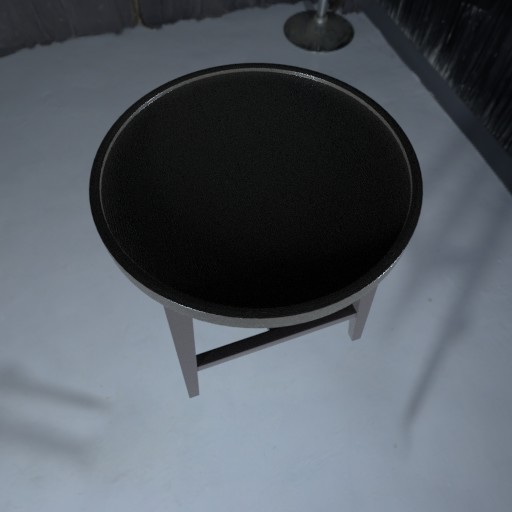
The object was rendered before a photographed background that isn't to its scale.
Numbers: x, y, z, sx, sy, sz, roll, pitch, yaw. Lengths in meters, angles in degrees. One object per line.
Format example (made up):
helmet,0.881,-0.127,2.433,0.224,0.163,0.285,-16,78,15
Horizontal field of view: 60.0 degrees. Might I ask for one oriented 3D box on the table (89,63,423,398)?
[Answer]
table,0.000,0.000,0.902,0.500,0.531,0.500,0,59,0
